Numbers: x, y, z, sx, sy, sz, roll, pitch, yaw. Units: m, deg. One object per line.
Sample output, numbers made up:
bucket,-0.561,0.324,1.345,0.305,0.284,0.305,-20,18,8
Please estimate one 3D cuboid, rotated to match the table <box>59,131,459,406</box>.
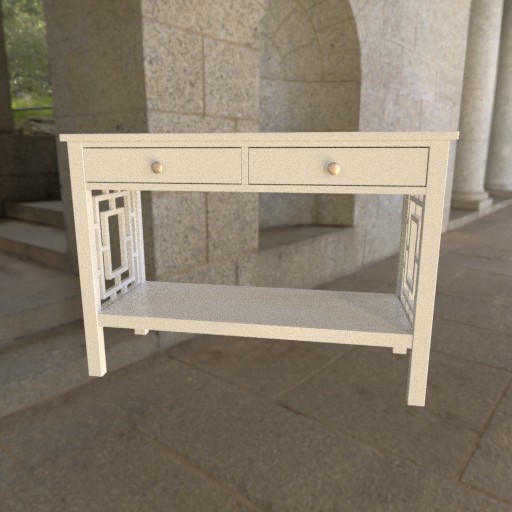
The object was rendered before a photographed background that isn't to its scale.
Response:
table,0.000,0.000,1.432,1.068,0.753,0.397,2,13,10
